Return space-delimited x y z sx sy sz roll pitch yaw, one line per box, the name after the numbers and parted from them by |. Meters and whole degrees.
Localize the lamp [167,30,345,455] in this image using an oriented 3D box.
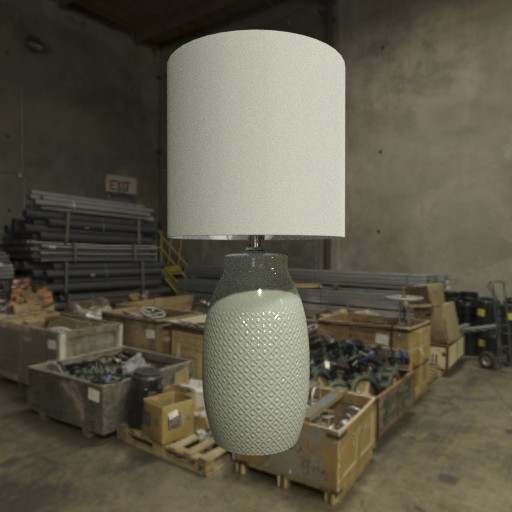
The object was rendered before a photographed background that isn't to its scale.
0.000 0.000 0.552 0.217 0.453 0.217 1 1 37 | lamp
